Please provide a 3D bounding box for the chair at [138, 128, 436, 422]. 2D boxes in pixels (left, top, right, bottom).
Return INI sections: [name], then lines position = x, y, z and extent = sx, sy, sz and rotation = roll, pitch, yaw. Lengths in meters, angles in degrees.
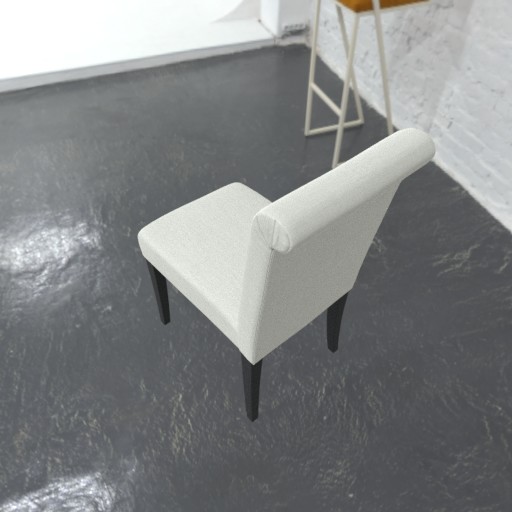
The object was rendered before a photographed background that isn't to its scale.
[chair]
position = 0.000, 0.000, 1.377
extent = 0.452, 0.976, 0.708
rotation = -32, 54, -27
